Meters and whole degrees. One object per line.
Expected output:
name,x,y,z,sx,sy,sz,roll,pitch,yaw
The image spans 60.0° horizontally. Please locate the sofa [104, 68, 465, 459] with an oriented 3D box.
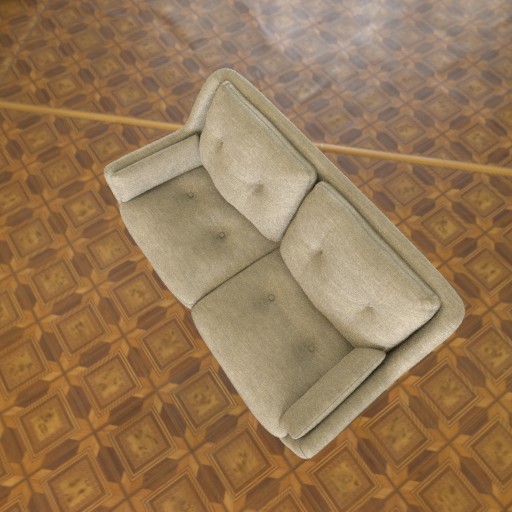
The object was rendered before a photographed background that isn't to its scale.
sofa,0.000,0.000,2.443,0.976,0.897,1.930,-33,68,-15
